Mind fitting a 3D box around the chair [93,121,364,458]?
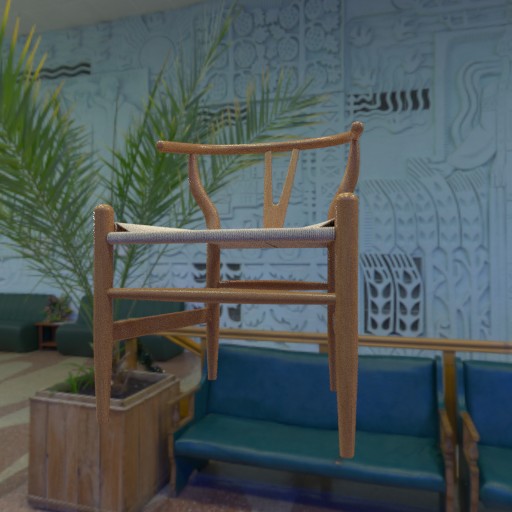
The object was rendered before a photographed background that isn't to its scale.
[{"bbox_3d":[0.000,0.000,1.143,0.569,0.730,0.579,0,-1,18],"label":"chair"}]
